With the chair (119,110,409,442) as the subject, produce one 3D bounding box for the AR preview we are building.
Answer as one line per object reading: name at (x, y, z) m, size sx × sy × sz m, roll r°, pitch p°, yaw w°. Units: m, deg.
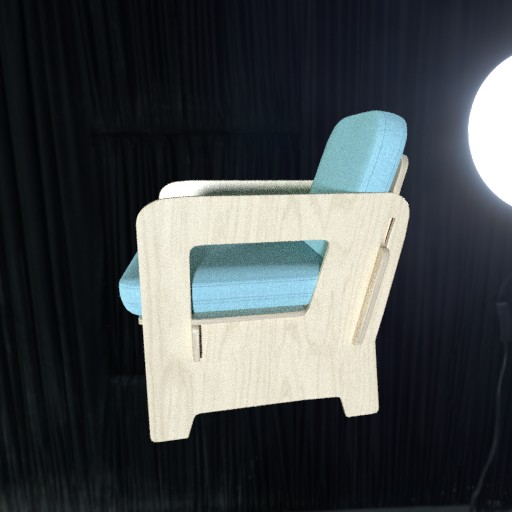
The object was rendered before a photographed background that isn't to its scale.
chair at (0.000, 0.000, 1.292) m, size 0.710 × 0.800 × 0.590 m, roll -2°, pitch 13°, yaw -7°
